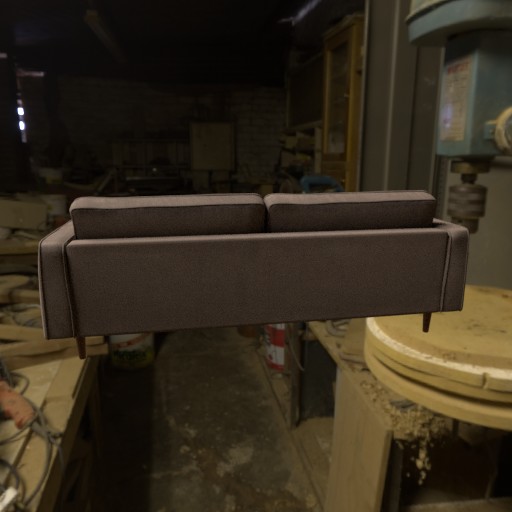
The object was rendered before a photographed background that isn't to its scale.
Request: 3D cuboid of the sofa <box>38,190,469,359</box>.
[{"bbox_3d":[0.000,0.000,2.712,2.295,0.813,0.923,-2,14,-10],"label":"sofa"}]
